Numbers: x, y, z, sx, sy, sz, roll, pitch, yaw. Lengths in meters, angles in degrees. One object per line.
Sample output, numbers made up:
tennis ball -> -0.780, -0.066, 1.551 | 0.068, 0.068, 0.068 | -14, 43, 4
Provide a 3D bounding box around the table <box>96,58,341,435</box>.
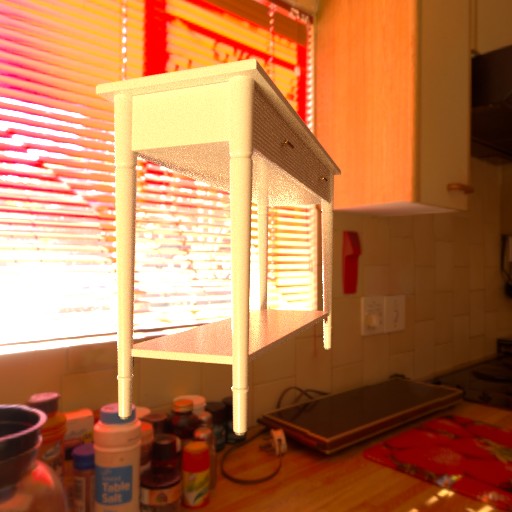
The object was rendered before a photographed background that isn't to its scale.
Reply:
table -> 0.000, 0.000, 1.421 | 0.381, 0.749, 1.067 | 0, -1, 20
